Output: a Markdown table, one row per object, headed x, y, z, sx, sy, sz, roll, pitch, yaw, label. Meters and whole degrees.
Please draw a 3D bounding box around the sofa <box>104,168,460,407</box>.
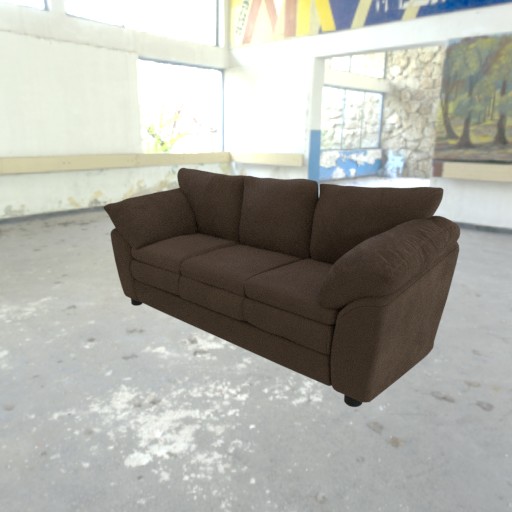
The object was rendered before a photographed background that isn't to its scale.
| x | y | z | sx | sy | sz | roll | pitch | yaw | label |
| --- | --- | --- | --- | --- | --- | --- | --- | --- | --- |
| 0.000 | 0.000 | 2.901 | 2.336 | 1.015 | 0.878 | 14 | 20 | 41 | sofa |
